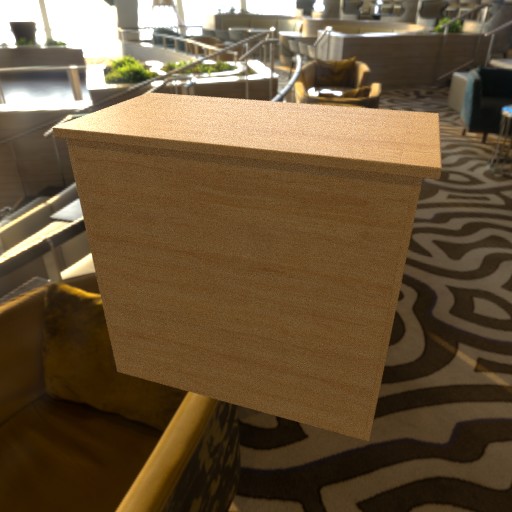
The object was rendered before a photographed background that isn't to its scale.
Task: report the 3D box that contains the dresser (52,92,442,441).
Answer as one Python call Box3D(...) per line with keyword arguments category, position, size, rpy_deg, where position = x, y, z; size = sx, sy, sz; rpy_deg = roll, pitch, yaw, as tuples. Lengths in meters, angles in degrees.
Box3D(category="dresser", position=(0.000, 0.000, 1.208), size=(0.800, 0.730, 0.410), rpy_deg=(10, 32, 16))
